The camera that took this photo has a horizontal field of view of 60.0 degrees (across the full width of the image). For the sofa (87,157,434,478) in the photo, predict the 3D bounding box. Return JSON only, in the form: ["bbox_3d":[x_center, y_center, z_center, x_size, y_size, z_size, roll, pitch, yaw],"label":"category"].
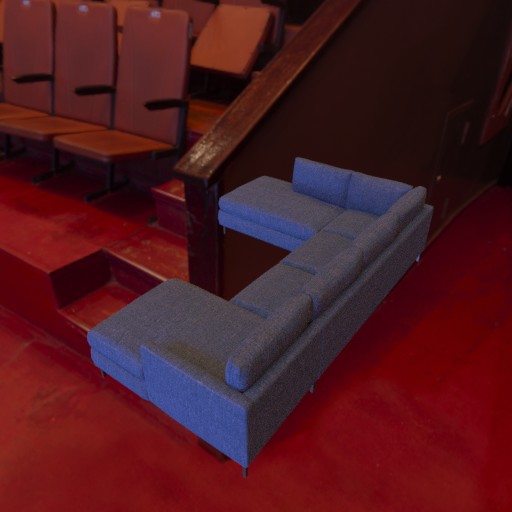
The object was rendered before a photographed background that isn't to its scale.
[{"bbox_3d":[0.000,0.000,3.503,1.879,0.753,2.737,22,38,30],"label":"sofa"}]
